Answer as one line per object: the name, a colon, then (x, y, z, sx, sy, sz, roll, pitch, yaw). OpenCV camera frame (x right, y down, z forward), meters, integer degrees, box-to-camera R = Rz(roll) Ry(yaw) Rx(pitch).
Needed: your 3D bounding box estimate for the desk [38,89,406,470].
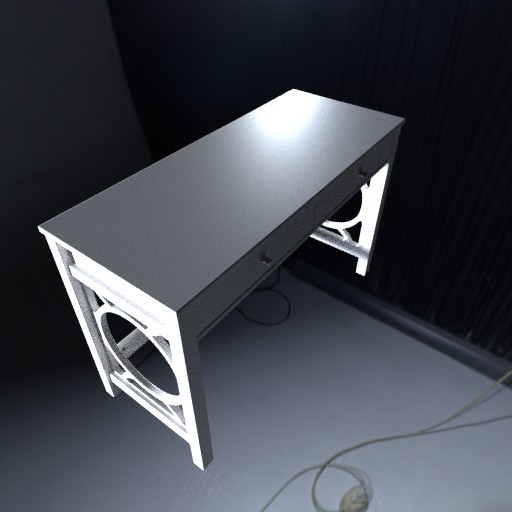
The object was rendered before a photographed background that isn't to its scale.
desk: (0.000, 0.000, 1.628, 0.504, 0.762, 1.191, 26, 47, 27)
